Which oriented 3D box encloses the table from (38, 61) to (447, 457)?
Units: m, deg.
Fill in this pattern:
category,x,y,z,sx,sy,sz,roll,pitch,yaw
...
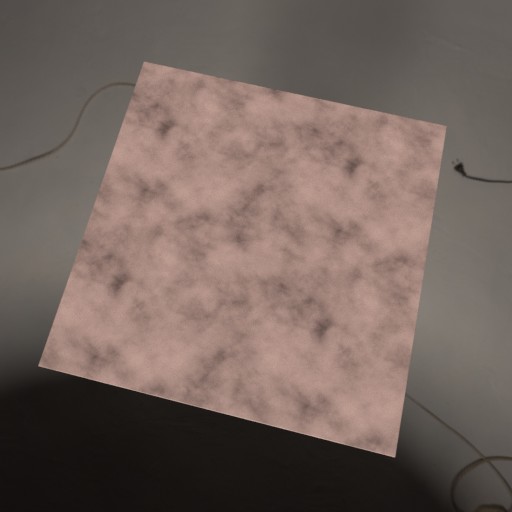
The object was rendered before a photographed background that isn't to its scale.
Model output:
category,x,y,z,sx,sy,sz,roll,pitch,yaw
table,0.000,0.000,1.028,0.670,0.305,0.670,13,77,3
